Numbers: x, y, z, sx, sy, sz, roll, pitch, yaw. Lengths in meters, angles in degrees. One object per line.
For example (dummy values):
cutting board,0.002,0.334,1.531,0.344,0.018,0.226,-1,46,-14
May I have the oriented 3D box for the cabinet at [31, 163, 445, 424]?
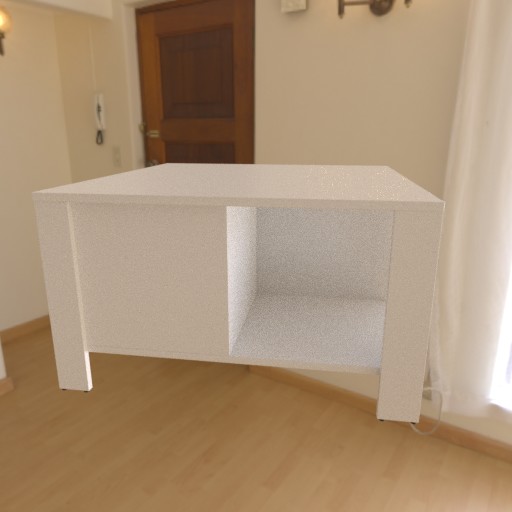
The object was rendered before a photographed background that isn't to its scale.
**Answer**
cabinet,0.000,0.000,1.283,0.800,0.460,0.800,2,16,9
